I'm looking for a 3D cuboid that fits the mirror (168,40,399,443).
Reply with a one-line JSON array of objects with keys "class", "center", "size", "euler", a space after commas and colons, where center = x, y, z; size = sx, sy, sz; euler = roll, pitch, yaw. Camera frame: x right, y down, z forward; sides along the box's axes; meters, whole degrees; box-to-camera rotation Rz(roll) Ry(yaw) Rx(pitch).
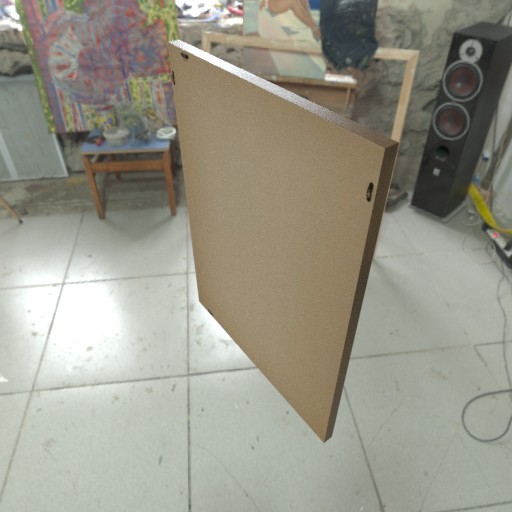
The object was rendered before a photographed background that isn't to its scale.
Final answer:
[{"class": "mirror", "center": [0.000, 0.000, 1.305], "size": [0.040, 1.016, 0.762], "euler": [-26, 47, -27]}]
